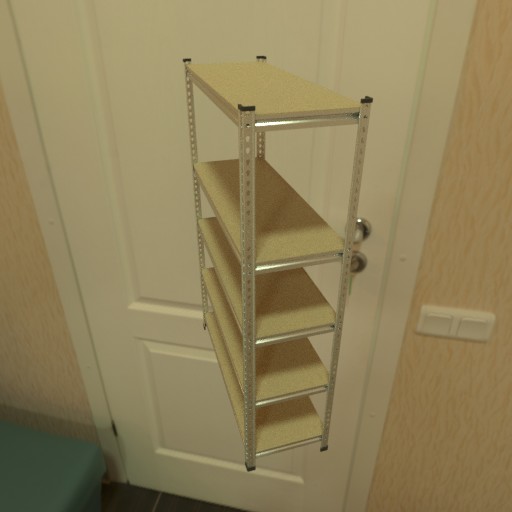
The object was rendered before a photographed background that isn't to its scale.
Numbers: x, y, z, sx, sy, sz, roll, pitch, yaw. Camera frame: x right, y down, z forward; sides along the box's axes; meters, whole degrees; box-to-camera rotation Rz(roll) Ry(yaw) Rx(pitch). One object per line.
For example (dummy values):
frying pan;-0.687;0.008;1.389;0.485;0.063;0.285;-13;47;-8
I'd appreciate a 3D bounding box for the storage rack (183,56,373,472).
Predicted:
storage rack;0.000;0.000;2.381;0.457;1.829;1.219;-9;32;-14
